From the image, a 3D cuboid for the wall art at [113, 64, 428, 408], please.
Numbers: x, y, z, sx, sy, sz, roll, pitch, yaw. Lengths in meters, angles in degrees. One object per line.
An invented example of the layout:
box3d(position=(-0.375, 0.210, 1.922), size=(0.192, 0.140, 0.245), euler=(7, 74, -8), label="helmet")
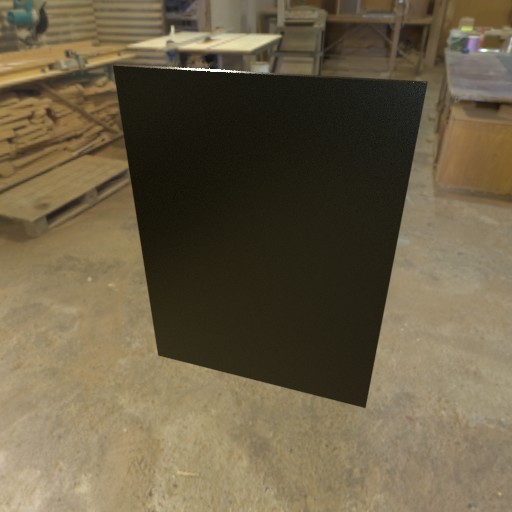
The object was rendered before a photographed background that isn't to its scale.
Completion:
box3d(position=(0.000, 0.000, 0.753), size=(0.442, 0.582, 0.013), euler=(10, 33, 16), label="wall art")
